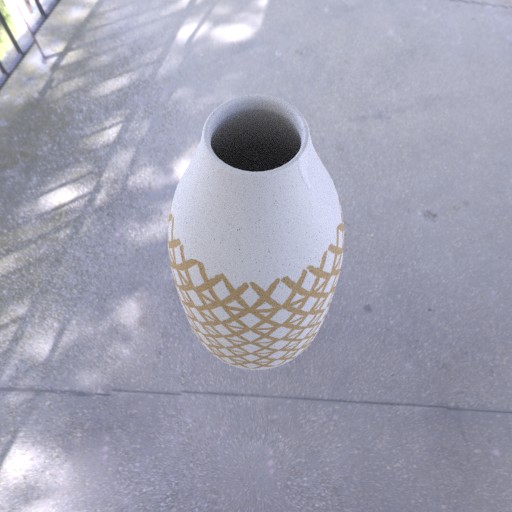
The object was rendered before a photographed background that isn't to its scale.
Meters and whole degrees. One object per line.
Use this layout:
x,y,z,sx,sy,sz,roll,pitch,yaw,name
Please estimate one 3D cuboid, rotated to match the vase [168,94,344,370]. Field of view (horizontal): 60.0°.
0.000,0.000,0.479,0.186,0.380,0.186,0,63,0,vase
